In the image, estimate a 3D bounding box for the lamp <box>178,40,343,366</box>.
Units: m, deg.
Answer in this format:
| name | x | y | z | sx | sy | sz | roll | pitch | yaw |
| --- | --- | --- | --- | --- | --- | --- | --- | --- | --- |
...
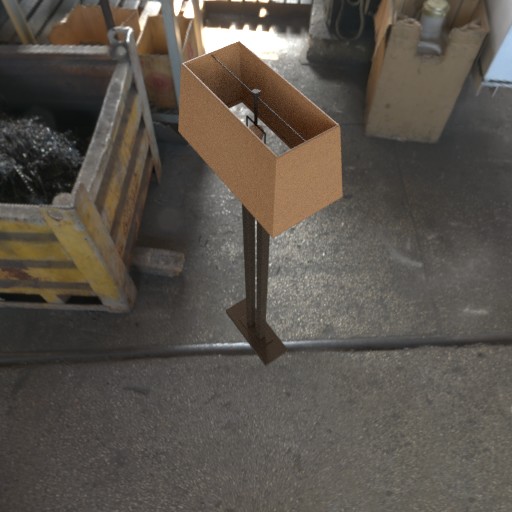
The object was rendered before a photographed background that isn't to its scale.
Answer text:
| name | x | y | z | sx | sy | sz | roll | pitch | yaw |
| --- | --- | --- | --- | --- | --- | --- | --- | --- | --- |
| lamp | 0.000 | 0.000 | 1.676 | 0.233 | 1.469 | 0.475 | -31 | 63 | -18 |
